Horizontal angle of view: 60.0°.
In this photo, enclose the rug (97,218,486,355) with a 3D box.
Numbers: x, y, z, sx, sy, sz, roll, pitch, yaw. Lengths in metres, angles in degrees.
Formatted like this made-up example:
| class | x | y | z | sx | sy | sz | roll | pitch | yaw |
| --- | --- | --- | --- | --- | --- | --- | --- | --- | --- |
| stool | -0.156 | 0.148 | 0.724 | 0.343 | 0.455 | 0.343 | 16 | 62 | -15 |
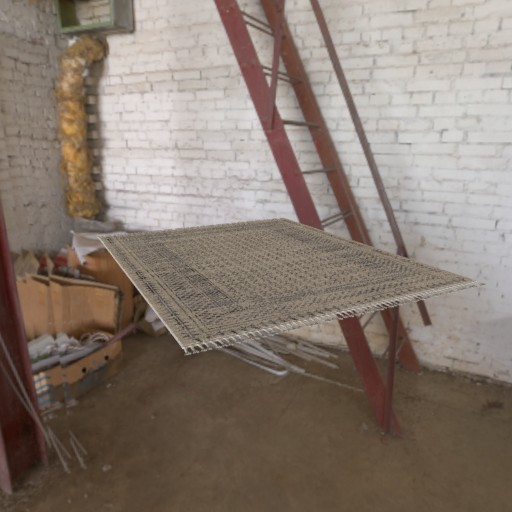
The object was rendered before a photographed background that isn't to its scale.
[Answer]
| class | x | y | z | sx | sy | sz | roll | pitch | yaw |
| --- | --- | --- | --- | --- | --- | --- | --- | --- | --- |
| rug | 0.000 | 0.000 | 3.976 | 2.312 | 0.013 | 2.940 | -8 | 18 | -26 |
